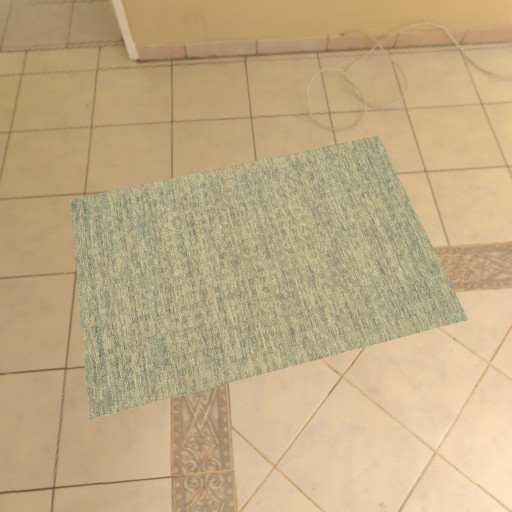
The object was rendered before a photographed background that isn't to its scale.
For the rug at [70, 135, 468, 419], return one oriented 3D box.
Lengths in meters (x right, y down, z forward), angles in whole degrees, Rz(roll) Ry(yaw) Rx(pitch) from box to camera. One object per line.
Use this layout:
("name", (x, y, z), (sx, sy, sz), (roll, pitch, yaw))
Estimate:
("rug", (0.000, 0.000, 2.218), (1.752, 0.006, 1.142), (-13, 65, -6))
